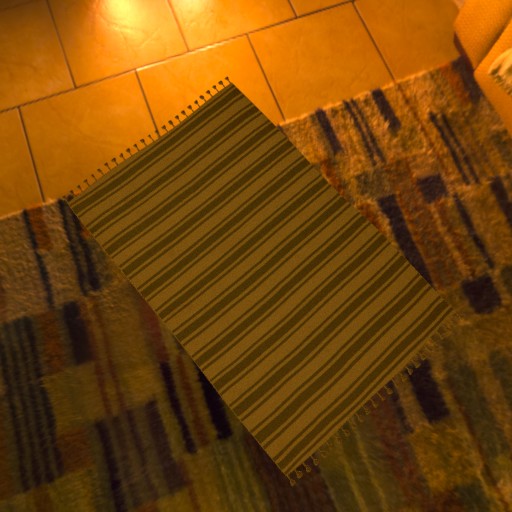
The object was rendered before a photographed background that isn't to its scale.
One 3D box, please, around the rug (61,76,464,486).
[{"bbox_3d":[0.000,0.000,2.289,1.162,0.013,1.875,-40,78,-10],"label":"rug"}]
